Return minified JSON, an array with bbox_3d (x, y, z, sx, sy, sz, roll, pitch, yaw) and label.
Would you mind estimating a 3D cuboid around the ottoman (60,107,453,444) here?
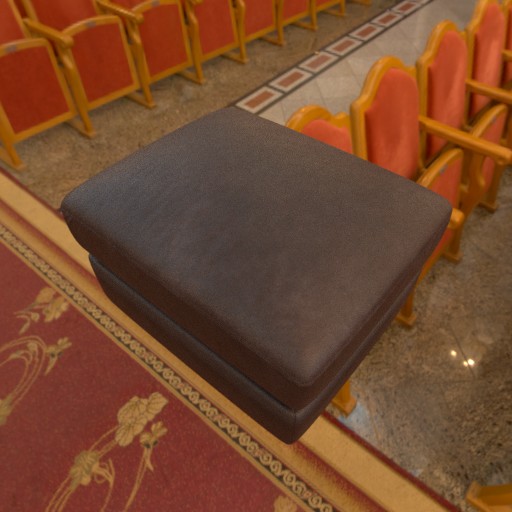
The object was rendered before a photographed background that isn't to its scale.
[{"bbox_3d":[0.000,0.000,1.263,0.806,0.569,0.670,31,54,27],"label":"ottoman"}]
